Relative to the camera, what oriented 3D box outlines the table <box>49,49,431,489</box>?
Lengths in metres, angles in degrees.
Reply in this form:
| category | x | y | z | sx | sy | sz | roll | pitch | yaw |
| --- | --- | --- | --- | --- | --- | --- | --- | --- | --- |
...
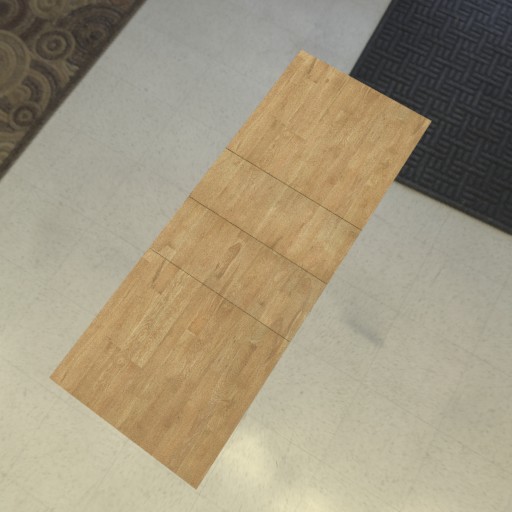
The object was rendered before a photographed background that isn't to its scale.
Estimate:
| category | x | y | z | sx | sy | sz | roll | pitch | yaw |
| --- | --- | --- | --- | --- | --- | --- | --- | --- | --- |
| table | 0.000 | 0.000 | 3.019 | 1.000 | 0.752 | 2.603 | 33 | 77 | 9 |
